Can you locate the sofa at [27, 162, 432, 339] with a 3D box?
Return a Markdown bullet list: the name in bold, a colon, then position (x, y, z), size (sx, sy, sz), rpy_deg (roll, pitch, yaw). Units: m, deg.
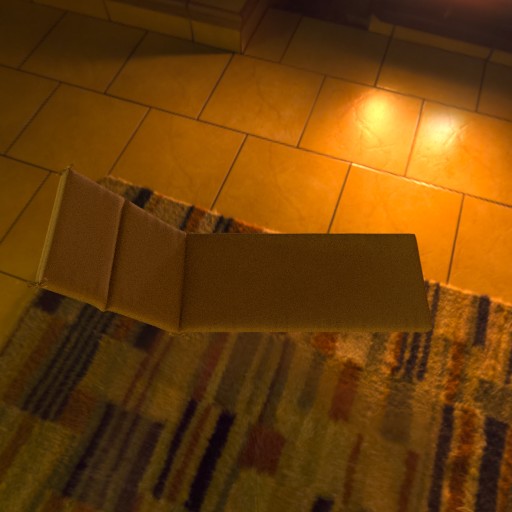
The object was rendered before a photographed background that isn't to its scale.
- **sofa**: position (0.000, 0.000, 1.966), size (1.663, 0.622, 0.582), rpy_deg (0, 63, 0)
